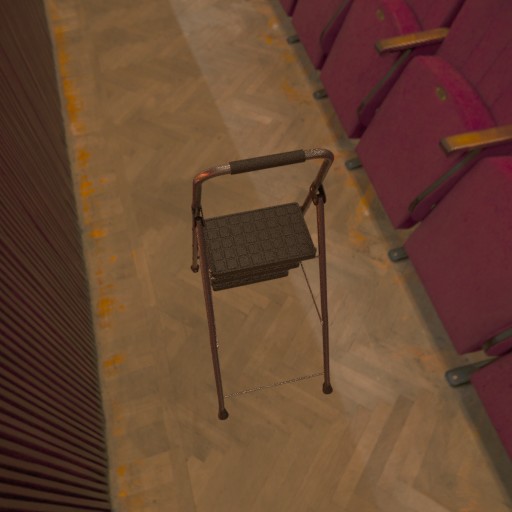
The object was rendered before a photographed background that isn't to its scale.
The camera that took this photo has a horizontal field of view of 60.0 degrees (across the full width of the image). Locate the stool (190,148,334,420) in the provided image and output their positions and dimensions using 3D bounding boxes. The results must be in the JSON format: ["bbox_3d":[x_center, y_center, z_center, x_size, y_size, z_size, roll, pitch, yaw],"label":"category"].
[{"bbox_3d":[0.000,0.000,1.479,0.473,1.121,0.733,-11,58,-7],"label":"stool"}]
